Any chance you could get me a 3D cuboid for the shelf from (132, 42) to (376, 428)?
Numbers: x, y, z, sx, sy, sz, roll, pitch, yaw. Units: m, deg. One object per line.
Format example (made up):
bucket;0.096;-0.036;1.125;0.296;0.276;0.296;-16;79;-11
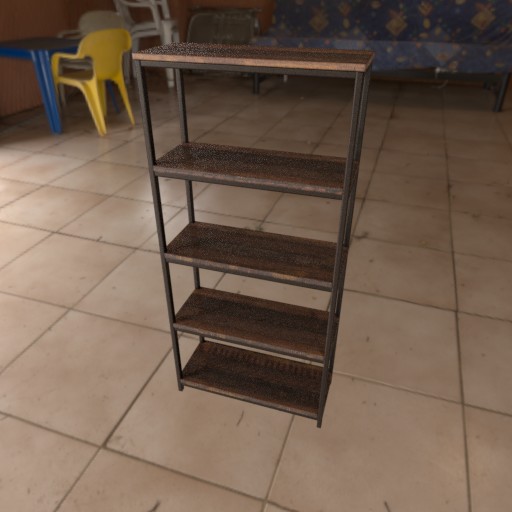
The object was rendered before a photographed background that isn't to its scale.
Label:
shelf;0.000;0.000;2.205;0.874;1.860;0.359;10;33;15
